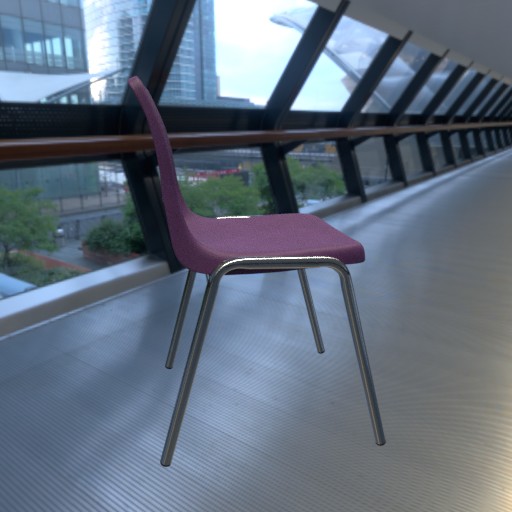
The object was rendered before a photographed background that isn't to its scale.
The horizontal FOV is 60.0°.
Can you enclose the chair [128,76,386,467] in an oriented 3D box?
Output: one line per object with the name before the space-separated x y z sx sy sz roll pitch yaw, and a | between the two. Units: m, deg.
chair | 0.000 0.000 0.883 0.432 0.654 0.381 -3 16 -9
